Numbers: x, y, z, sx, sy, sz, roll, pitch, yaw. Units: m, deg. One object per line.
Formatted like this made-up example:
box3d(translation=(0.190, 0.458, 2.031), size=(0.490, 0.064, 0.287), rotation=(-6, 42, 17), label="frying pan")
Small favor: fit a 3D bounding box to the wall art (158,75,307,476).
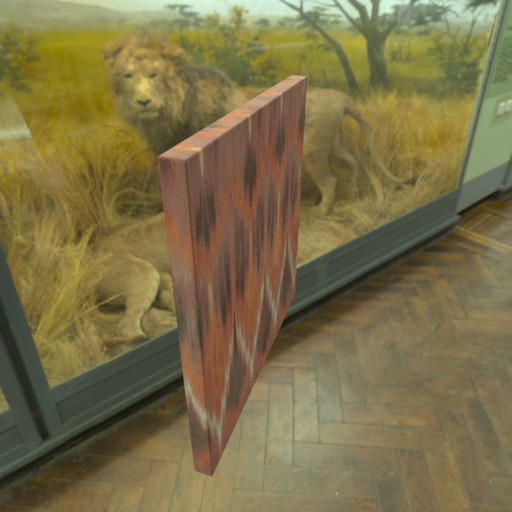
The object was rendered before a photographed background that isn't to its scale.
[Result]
box3d(translation=(0.000, 0.000, 0.915), size=(0.037, 0.609, 0.603), rotation=(10, 33, 16), label="wall art")
